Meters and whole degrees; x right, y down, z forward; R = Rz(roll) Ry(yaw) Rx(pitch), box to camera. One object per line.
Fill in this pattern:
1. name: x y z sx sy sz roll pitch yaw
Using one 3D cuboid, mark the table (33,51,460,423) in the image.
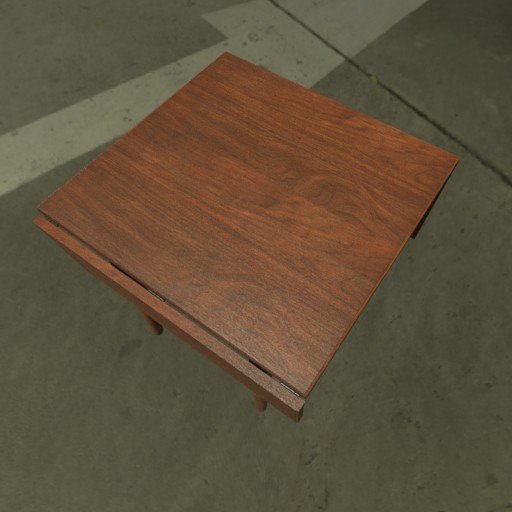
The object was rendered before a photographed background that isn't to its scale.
1. table: 0.000 0.000 1.493 0.812 0.763 0.843 31 64 17
